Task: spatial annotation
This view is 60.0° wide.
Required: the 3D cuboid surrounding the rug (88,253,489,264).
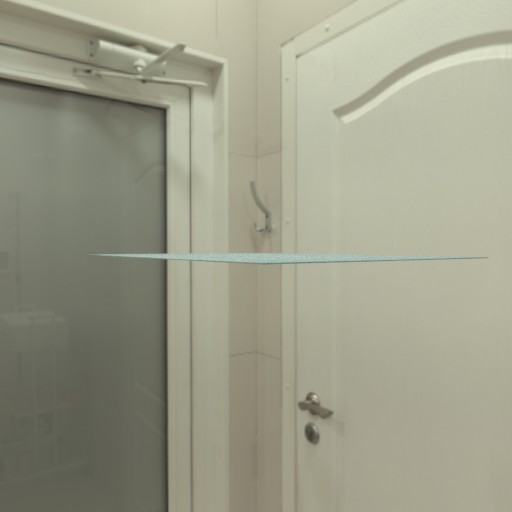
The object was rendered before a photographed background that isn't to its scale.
[{"bbox_3d":[0.000,0.000,3.740,1.982,0.006,2.895,-1,1,-35],"label":"rug"}]
